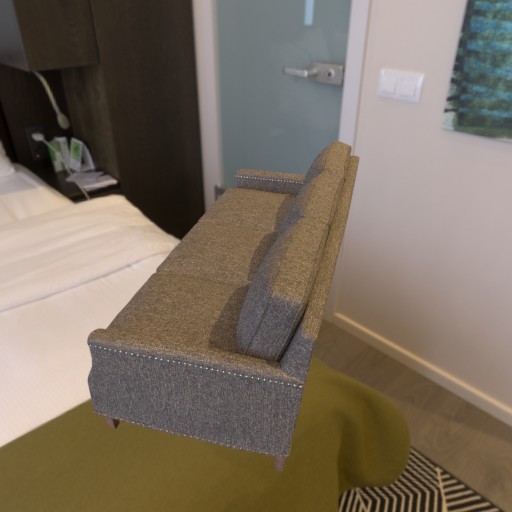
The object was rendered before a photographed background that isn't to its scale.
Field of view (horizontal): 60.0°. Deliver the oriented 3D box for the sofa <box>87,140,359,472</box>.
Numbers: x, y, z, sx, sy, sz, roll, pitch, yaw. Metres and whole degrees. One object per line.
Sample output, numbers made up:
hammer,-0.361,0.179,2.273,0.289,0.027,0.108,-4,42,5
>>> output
sofa,0.000,0.000,2.819,1.084,1.003,2.246,8,32,13
